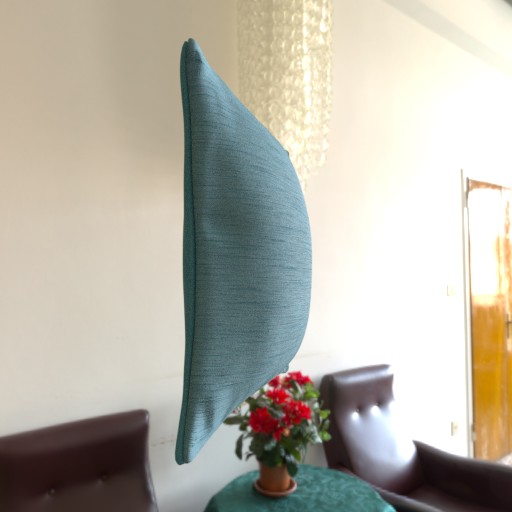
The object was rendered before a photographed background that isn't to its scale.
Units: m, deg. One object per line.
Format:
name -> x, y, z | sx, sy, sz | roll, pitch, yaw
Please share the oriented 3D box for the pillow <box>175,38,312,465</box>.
pillow -> 0.000, 0.000, 0.627 | 0.151, 0.415, 0.433 | -1, -3, 17
